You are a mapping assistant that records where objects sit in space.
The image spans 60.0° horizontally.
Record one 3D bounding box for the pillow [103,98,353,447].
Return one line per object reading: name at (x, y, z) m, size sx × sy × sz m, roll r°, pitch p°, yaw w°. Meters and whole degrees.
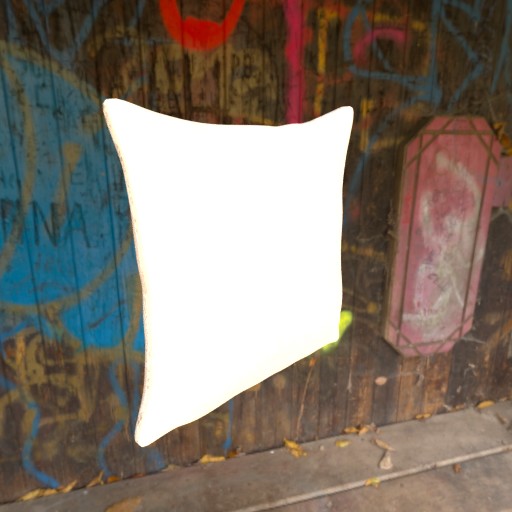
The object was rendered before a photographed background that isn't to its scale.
pillow at (0.000, 0.000, 0.662) m, size 0.436 × 0.432 × 0.138 m, roll -16°, pitch 23°, yaw -42°
